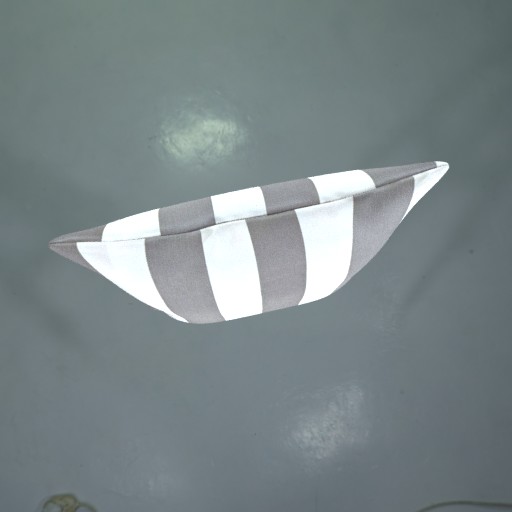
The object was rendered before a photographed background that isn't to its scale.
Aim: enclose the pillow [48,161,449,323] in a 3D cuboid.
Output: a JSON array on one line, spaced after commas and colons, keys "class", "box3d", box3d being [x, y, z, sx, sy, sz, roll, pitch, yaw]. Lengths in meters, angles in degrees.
[{"class": "pillow", "box3d": [0.000, 0.000, 0.800, 0.522, 0.507, 0.192, -12, 76, -3]}]
